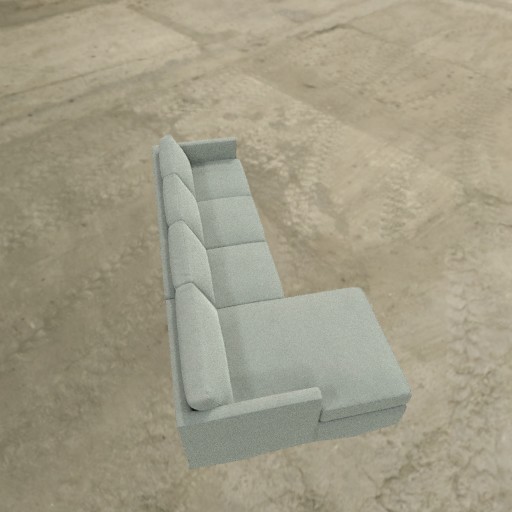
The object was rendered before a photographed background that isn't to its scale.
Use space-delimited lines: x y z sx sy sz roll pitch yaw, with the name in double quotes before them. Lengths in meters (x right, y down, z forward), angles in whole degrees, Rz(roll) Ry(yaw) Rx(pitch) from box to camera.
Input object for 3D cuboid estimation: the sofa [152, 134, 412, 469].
"sofa" 0.000 0.000 4.035 1.650 0.922 3.205 -9 47 -8
